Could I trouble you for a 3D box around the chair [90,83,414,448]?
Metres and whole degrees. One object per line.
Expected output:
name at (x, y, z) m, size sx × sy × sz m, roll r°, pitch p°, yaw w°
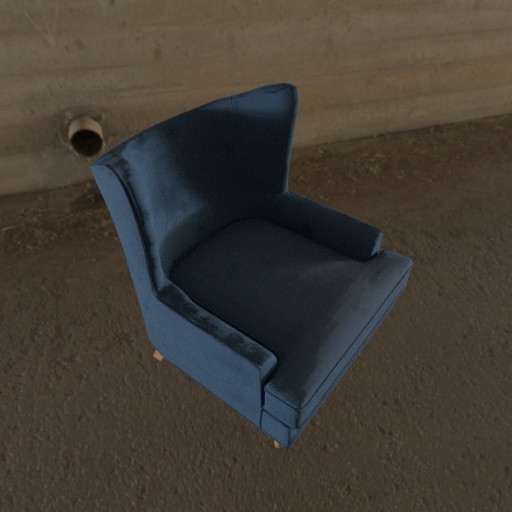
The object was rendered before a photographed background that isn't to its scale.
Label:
chair at (0.000, 0.000, 1.595) m, size 0.910 × 0.952 × 0.793 m, roll 27°, pitch 48°, yaw 27°
